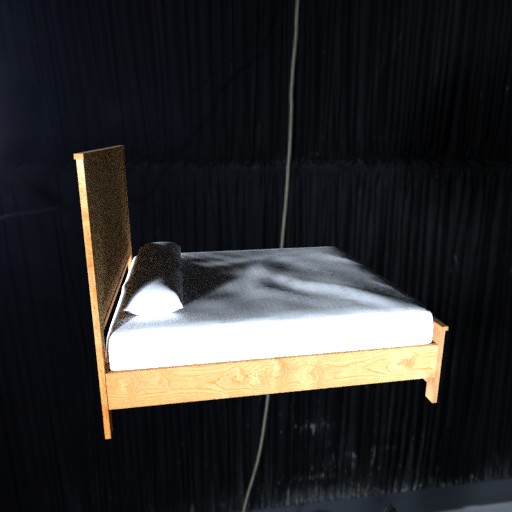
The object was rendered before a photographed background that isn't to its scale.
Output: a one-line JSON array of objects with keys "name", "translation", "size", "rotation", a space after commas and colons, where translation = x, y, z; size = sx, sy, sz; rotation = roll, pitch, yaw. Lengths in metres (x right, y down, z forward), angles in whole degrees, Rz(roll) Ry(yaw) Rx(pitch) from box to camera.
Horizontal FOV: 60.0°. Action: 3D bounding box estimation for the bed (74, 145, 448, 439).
[{"name": "bed", "translation": [0.000, 0.000, 3.550], "size": [2.201, 1.686, 1.936], "rotation": [-3, 15, -10]}]
